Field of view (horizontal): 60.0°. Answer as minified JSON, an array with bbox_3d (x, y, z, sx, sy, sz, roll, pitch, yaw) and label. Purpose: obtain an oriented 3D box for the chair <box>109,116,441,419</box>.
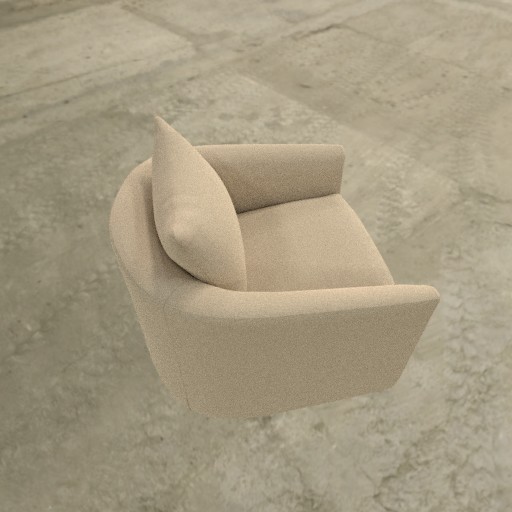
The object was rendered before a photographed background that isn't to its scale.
[{"bbox_3d":[0.000,0.000,1.572,0.910,0.848,0.845,-9,47,-9],"label":"chair"}]
